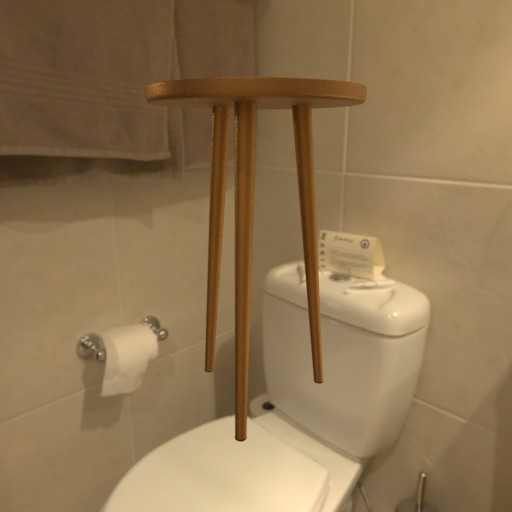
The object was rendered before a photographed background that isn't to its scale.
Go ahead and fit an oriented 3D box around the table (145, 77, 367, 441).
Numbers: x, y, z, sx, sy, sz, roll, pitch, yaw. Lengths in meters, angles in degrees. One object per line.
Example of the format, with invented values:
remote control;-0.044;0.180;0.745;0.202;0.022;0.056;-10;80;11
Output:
table;0.000;0.000;0.679;0.299;0.480;0.299;2;16;8
